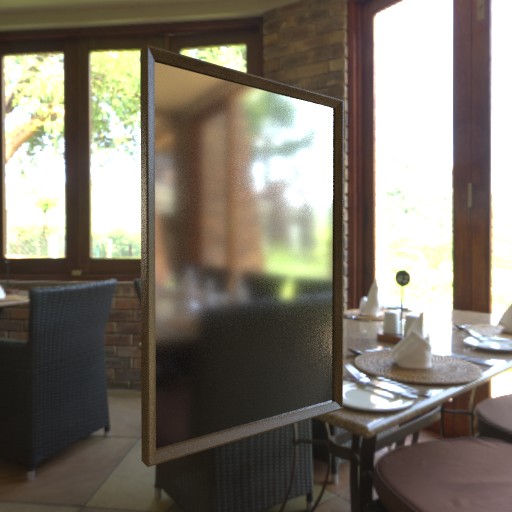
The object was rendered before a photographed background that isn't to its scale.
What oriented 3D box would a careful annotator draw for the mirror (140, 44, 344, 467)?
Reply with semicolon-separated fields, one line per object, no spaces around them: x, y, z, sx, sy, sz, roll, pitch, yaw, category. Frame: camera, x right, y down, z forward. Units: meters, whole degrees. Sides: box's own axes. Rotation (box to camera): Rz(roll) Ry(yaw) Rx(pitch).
0.000;0.000;1.152;0.609;0.915;0.041;-1;1;-36;mirror
